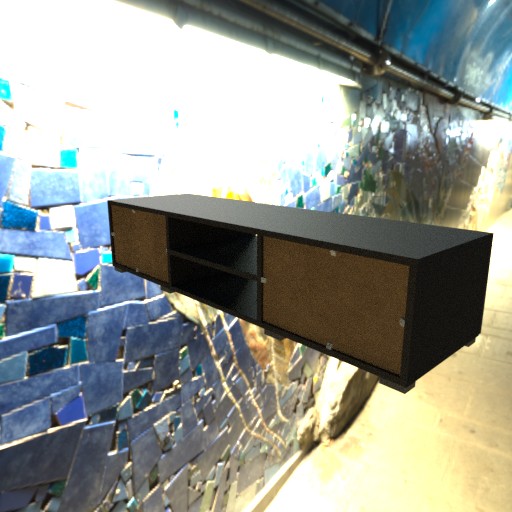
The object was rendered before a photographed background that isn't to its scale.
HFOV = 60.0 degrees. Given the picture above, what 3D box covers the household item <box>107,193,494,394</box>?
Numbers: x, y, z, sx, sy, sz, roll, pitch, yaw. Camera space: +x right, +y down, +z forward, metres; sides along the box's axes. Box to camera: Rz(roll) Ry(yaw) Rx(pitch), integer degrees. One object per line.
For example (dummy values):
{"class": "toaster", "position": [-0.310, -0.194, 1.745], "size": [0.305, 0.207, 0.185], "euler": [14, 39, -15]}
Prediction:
{"class": "household item", "position": [0.000, 0.000, 1.567], "size": [0.420, 0.310, 1.400], "euler": [-13, 19, -42]}
